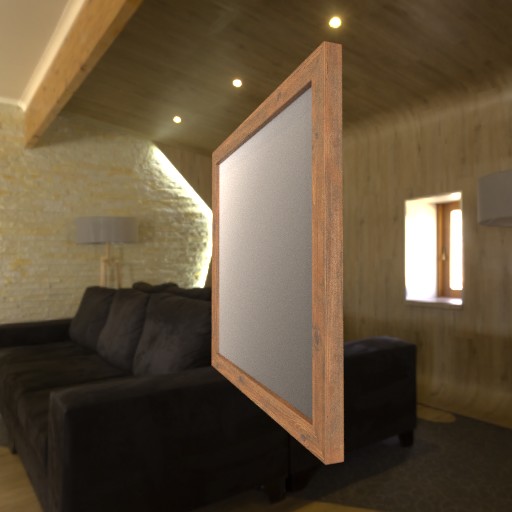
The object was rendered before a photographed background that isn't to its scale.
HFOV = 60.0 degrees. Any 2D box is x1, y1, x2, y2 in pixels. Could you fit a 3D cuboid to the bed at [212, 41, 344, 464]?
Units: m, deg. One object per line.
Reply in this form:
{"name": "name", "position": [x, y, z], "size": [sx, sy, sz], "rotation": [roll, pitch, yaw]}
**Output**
{"name": "bed", "position": [0.000, 0.000, 1.483], "size": [0.046, 0.942, 1.046], "rotation": [0, -1, -19]}
